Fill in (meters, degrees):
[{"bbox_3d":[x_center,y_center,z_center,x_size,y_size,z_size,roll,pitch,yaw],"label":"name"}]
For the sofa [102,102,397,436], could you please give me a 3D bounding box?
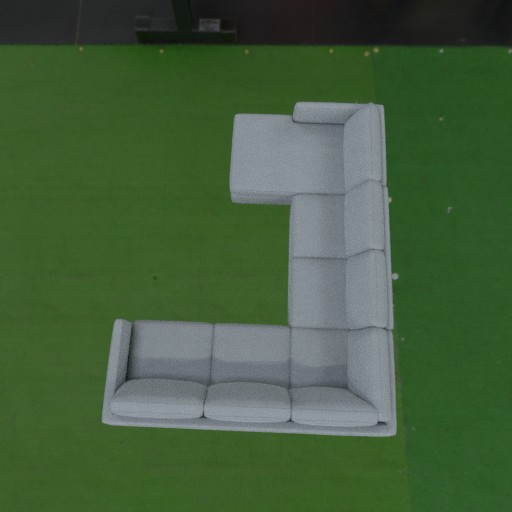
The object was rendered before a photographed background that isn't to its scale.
[{"bbox_3d":[0.000,0.000,4.427,2.551,0.853,3.238,2,75,1],"label":"sofa"}]
